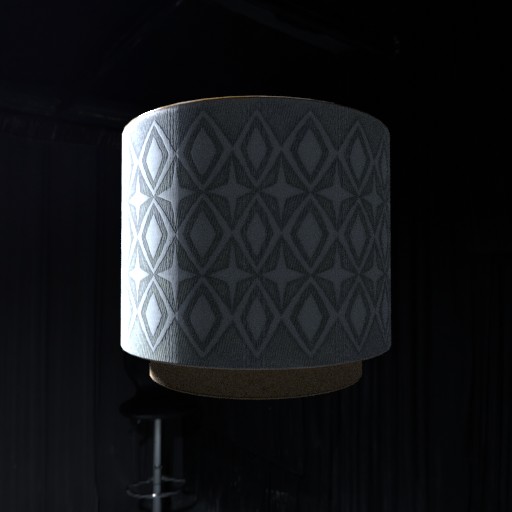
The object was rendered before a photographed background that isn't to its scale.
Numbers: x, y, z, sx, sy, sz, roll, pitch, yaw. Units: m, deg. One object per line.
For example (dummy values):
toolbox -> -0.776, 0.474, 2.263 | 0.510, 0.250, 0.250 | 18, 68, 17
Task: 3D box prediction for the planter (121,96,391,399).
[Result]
planter -> 0.000, 0.000, 0.439 | 0.255, 0.223, 0.255 | 0, -1, 0
